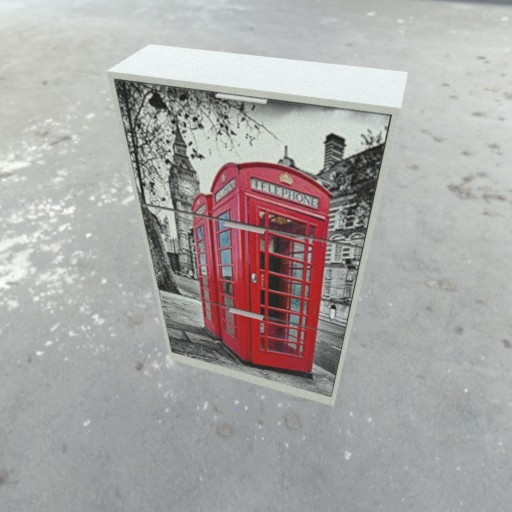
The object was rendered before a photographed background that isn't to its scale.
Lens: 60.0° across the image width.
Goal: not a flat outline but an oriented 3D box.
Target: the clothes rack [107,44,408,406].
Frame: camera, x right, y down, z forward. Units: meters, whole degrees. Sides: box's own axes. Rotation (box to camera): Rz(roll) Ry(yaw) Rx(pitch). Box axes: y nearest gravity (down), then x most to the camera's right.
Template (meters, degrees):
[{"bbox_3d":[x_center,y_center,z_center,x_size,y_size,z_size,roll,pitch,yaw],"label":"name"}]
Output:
[{"bbox_3d":[0.000,0.000,1.578,0.750,1.280,0.250,12,43,13],"label":"clothes rack"}]
